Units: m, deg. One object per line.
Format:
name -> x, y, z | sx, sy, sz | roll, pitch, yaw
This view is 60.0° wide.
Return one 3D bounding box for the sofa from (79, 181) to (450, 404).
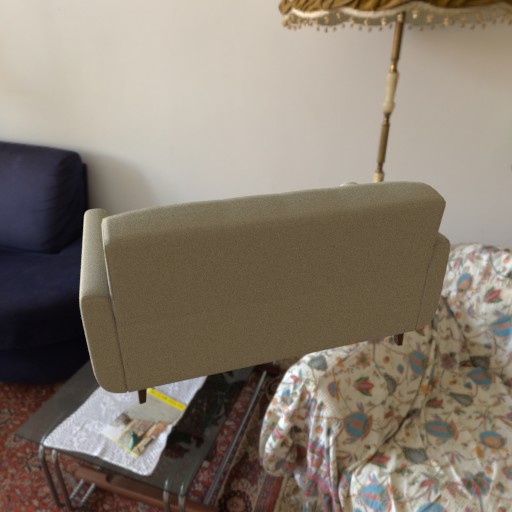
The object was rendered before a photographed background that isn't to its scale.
sofa -> 0.000, 0.000, 2.286 | 1.655, 0.892, 0.980 | -8, 29, -16
